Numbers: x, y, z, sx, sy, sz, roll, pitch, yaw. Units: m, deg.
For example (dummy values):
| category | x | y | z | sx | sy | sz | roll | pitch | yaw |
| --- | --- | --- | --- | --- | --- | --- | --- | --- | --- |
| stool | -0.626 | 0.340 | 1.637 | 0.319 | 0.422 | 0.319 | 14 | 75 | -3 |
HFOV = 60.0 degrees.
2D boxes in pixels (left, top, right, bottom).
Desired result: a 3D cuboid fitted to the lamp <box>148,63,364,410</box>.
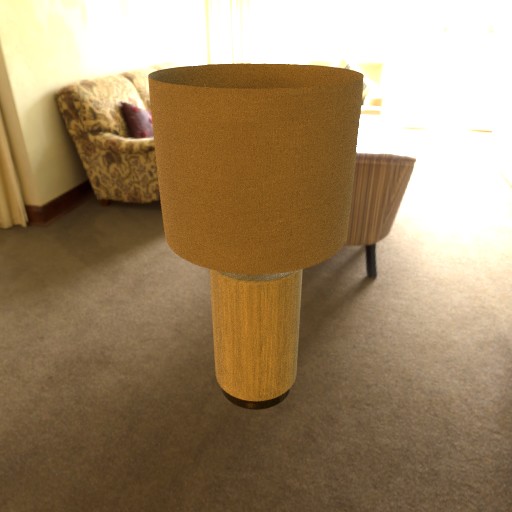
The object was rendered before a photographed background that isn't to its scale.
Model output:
| category | x | y | z | sx | sy | sz | roll | pitch | yaw |
| --- | --- | --- | --- | --- | --- | --- | --- | --- | --- |
| lamp | 0.000 | 0.000 | 0.579 | 0.228 | 0.444 | 0.228 | -19 | 34 | -31 |
